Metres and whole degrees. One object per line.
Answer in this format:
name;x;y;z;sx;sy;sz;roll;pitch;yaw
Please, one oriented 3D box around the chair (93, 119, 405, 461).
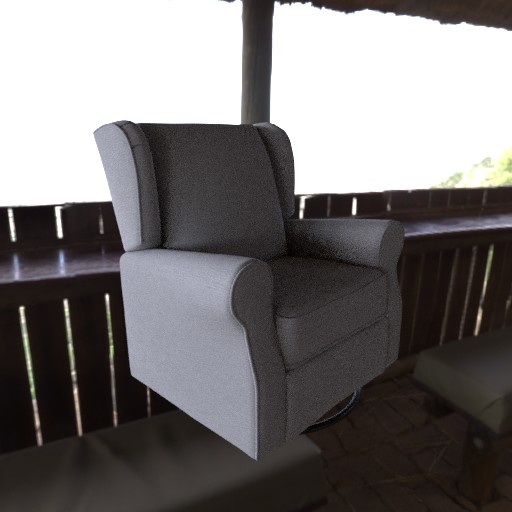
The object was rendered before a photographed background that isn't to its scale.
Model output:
chair;0.000;0.000;1.648;0.854;0.966;0.906;15;22;42
